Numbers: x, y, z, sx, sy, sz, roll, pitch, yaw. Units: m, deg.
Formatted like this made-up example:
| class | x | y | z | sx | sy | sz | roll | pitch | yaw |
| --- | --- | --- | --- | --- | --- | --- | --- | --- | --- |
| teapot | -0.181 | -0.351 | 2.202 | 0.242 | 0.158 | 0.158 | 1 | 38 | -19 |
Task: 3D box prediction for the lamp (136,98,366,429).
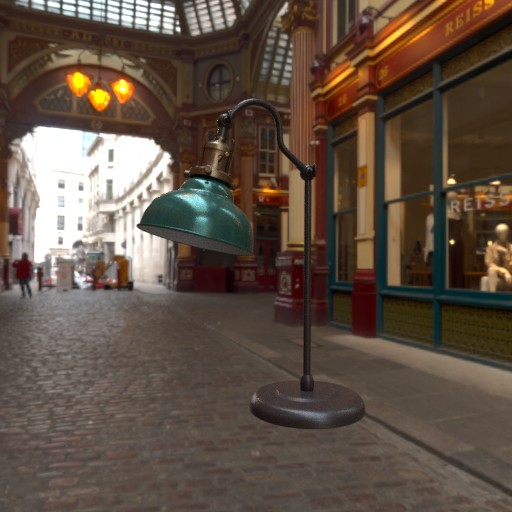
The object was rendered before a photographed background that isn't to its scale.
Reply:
| class | x | y | z | sx | sy | sz | roll | pitch | yaw |
| --- | --- | --- | --- | --- | --- | --- | --- | --- | --- |
| lamp | 0.000 | 0.000 | 0.714 | 0.374 | 0.508 | 0.192 | 0 | -1 | -21 |
